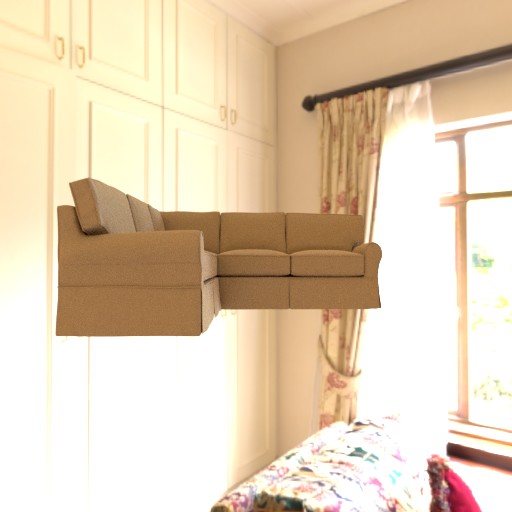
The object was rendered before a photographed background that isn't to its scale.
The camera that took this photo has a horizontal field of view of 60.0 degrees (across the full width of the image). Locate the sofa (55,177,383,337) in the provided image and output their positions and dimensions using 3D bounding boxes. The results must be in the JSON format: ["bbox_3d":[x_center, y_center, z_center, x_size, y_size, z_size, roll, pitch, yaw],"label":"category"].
[{"bbox_3d":[0.000,0.000,4.300,2.733,1.124,2.730,0,-1,-1],"label":"sofa"}]
